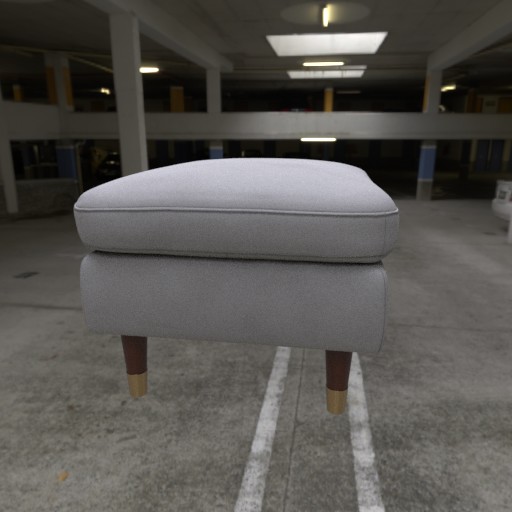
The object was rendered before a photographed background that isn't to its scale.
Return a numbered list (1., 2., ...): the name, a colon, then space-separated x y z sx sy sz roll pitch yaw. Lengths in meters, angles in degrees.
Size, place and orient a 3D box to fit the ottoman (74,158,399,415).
1. ottoman: 0.000 0.000 1.126 0.593 0.478 0.747 2 15 8
